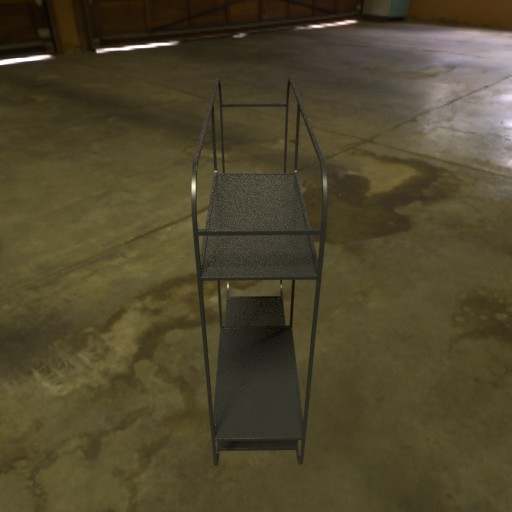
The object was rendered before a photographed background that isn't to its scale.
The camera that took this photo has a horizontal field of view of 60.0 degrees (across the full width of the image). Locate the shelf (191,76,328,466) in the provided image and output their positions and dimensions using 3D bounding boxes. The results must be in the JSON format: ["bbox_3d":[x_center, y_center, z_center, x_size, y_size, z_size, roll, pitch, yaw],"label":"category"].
[{"bbox_3d":[0.000,0.000,0.909,0.160,0.600,0.600,0,33,-1],"label":"shelf"}]
